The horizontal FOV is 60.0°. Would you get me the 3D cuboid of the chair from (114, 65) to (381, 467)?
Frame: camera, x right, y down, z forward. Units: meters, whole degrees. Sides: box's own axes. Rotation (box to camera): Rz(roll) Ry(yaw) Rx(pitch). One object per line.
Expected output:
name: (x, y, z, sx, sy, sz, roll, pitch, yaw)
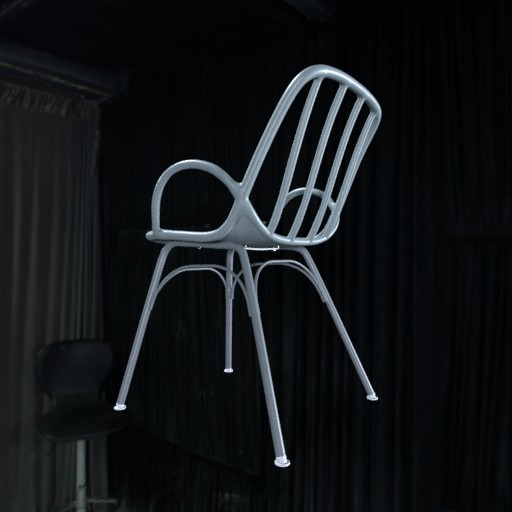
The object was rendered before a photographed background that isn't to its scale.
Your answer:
chair: (0.000, 0.000, 1.206, 0.597, 0.816, 0.549, 0, 0, 36)
